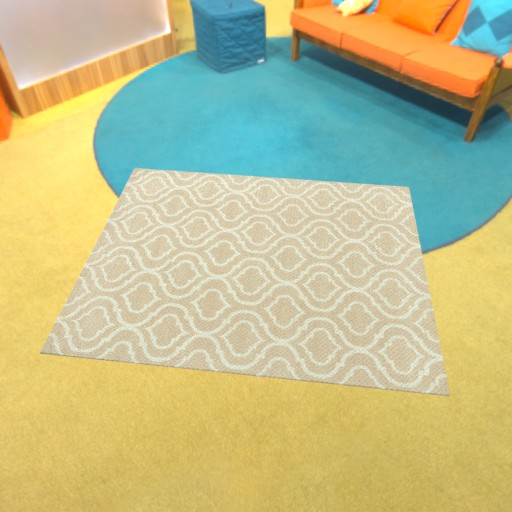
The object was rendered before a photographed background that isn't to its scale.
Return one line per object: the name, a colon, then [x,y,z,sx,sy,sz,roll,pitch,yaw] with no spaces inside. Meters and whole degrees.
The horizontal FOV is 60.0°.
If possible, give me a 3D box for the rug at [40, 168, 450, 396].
rug: [0.000,0.000,3.878,2.894,0.013,2.286,5,47,4]
